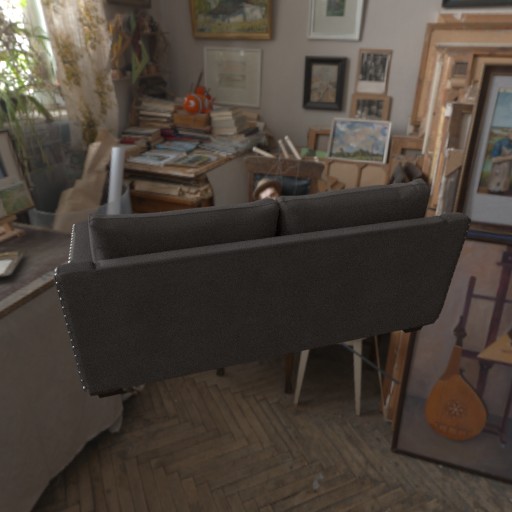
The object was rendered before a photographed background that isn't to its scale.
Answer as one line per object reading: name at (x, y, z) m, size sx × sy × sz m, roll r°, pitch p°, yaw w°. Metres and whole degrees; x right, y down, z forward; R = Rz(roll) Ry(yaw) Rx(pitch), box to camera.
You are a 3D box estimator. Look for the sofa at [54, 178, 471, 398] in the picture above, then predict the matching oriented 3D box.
sofa at (0.000, 0.000, 3.292) m, size 2.550 × 1.196 × 1.336 m, roll -8°, pitch 28°, yaw -16°
